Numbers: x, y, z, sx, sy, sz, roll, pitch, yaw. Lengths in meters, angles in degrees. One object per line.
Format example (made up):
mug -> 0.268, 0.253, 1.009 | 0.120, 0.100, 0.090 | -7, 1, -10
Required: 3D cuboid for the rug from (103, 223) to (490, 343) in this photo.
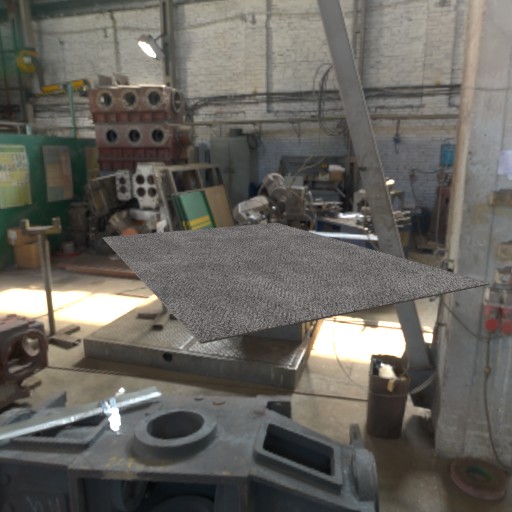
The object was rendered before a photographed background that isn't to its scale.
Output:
rug -> 0.000, 0.000, 2.920 | 1.600, 0.008, 2.235 | -7, 15, -26
